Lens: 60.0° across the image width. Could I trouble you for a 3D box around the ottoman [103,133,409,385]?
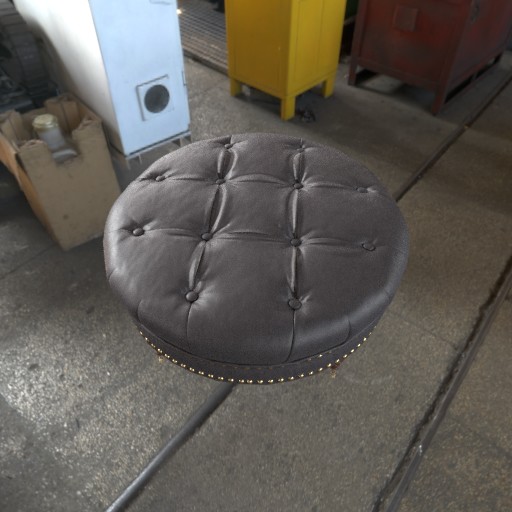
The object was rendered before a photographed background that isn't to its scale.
[{"bbox_3d":[0.000,0.000,1.414,0.901,0.439,0.901,0,46,0],"label":"ottoman"}]
